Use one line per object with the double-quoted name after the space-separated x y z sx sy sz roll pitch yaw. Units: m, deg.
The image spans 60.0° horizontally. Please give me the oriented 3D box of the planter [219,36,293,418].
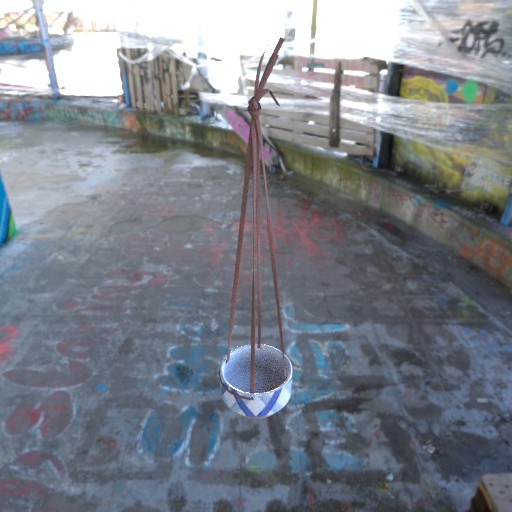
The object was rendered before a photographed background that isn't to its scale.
0.000 0.000 0.850 0.166 0.751 0.166 0 30 0 "planter"
